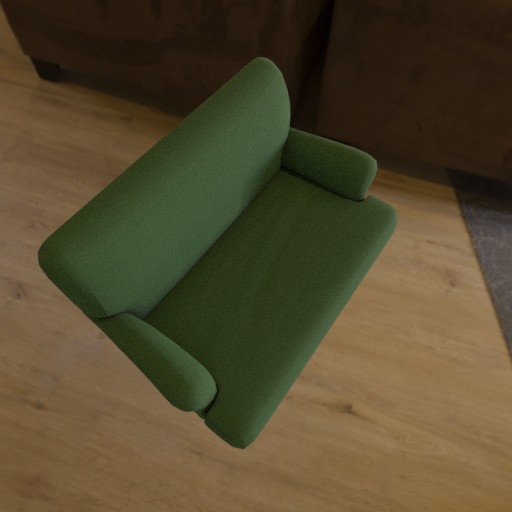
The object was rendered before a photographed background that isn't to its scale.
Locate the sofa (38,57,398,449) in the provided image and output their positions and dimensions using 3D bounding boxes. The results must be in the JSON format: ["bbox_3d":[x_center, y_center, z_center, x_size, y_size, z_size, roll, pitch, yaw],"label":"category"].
[{"bbox_3d":[0.000,0.000,1.793,0.779,0.889,1.297,31,63,18],"label":"sofa"}]
